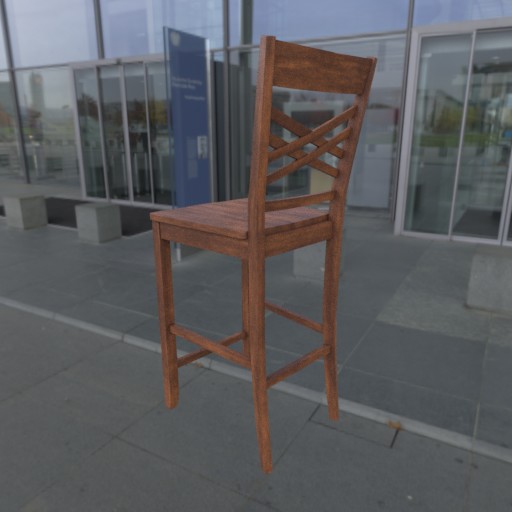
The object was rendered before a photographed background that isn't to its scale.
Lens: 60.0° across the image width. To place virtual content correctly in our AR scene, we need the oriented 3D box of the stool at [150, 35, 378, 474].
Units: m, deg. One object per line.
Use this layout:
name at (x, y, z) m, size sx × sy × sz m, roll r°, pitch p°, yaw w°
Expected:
stool at (0.000, 0.000, 1.331) m, size 0.504 × 1.098 × 0.426 m, roll 15°, pitch 22°, yaw 42°
